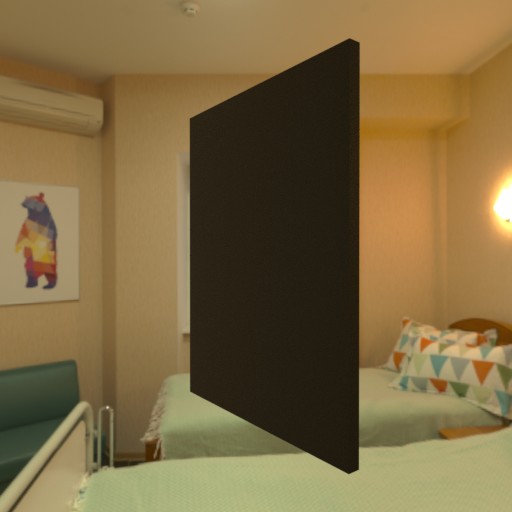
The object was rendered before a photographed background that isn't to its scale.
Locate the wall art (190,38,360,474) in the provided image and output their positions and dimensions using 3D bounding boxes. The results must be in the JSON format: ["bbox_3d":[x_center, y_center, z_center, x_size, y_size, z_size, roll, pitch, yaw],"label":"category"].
[{"bbox_3d":[0.000,0.000,1.412,0.038,1.062,0.806,0,1,-37],"label":"wall art"}]
